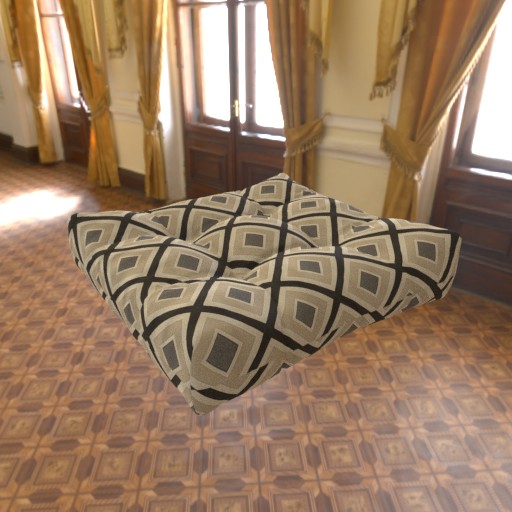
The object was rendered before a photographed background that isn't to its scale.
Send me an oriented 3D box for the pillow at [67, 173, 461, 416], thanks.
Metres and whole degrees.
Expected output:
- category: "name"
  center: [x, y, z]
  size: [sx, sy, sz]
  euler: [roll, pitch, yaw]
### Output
- category: "pillow"
  center: [0.000, 0.000, 0.740]
  size: [0.490, 0.128, 0.468]
  euler: [-18, 31, -32]
